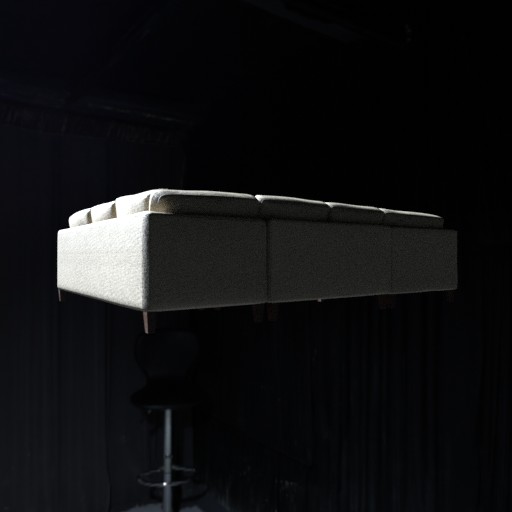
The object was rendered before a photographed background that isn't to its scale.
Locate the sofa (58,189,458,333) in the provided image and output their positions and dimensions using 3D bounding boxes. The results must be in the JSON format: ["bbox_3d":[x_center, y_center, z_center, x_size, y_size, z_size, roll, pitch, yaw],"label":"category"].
[{"bbox_3d":[0.000,0.000,4.708,3.460,0.959,2.593,0,0,-35],"label":"sofa"}]
